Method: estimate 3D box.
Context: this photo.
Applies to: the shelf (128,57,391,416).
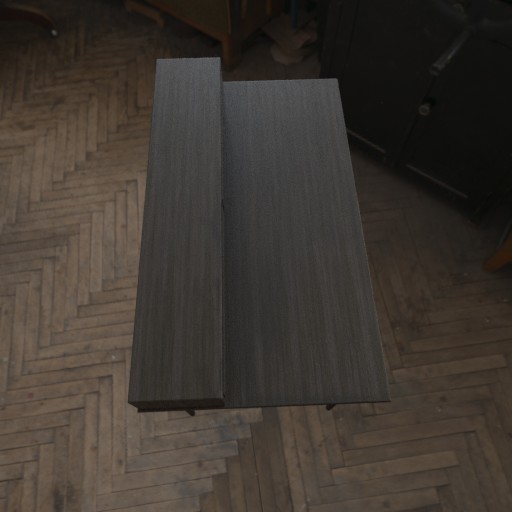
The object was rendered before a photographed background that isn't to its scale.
[{"bbox_3d":[0.000,0.000,1.738,0.685,0.865,1.212,-2,64,-1],"label":"shelf"}]
